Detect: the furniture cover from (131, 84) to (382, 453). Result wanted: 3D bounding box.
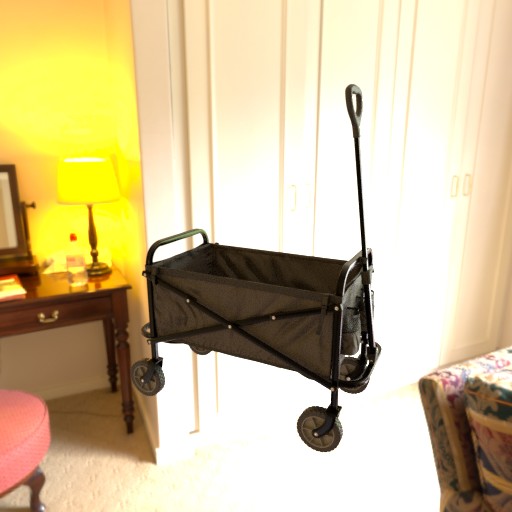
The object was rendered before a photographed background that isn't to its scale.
[{"bbox_3d":[0.000,0.000,1.831,1.038,1.295,0.532,8,17,26],"label":"furniture cover"}]
